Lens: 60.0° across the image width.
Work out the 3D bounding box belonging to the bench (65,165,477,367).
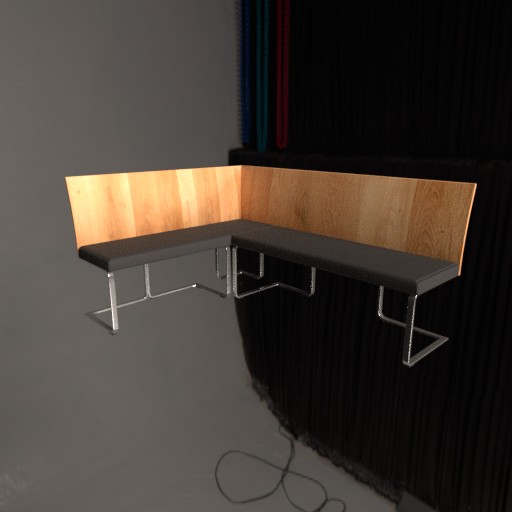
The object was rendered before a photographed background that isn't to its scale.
[{"bbox_3d":[0.000,0.000,2.741,1.495,0.930,1.945,-14,21,-41],"label":"bench"}]
